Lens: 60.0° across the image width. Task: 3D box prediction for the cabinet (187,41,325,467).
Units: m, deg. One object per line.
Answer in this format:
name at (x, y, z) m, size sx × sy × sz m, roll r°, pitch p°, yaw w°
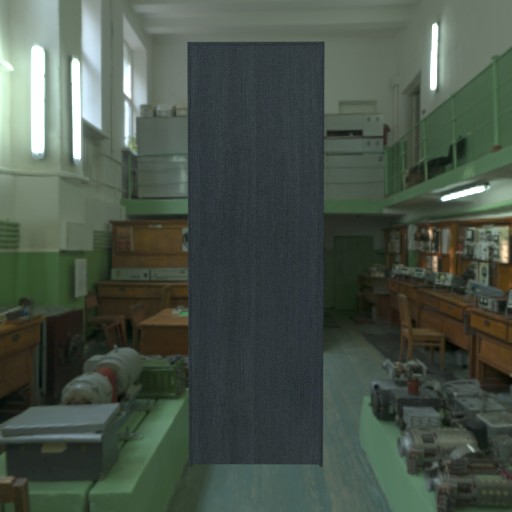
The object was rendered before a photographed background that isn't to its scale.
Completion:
cabinet at (0.000, 0.000, 1.826) m, size 0.520 × 1.630 × 0.255 m, roll 0°, pitch 2°, yaw 0°
